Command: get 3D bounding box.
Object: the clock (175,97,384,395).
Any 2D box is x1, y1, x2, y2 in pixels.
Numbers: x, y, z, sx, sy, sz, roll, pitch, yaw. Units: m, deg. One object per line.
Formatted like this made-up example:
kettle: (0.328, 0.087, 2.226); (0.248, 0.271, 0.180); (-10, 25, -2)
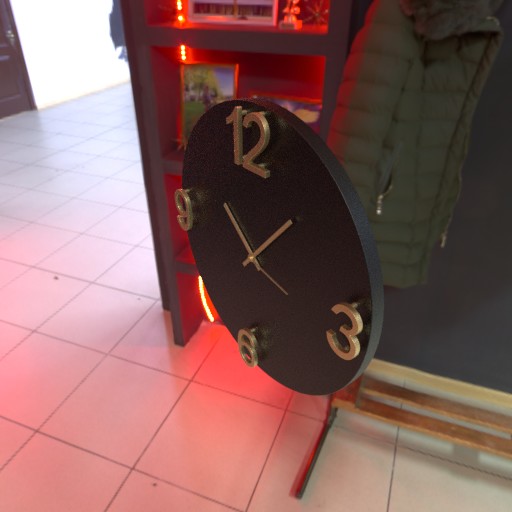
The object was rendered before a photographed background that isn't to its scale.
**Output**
clock: (0.000, 0.000, 0.675); (0.038, 0.454, 0.454); (-22, 38, -30)
